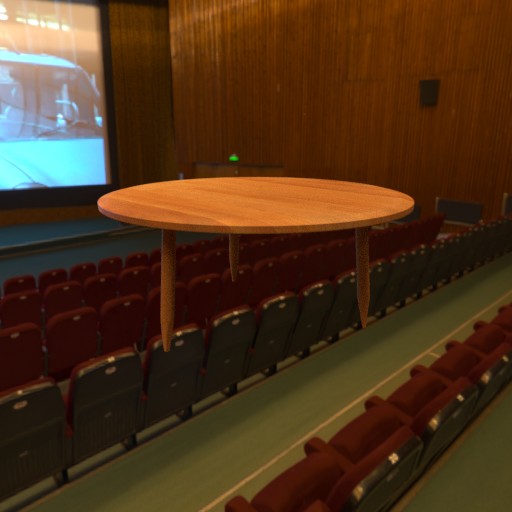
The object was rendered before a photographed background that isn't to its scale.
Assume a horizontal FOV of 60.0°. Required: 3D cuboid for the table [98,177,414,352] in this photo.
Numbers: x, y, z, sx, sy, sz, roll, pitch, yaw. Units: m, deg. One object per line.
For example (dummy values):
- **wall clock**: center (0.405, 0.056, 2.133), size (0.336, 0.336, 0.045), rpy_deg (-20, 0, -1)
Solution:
- **table**: center (0.000, 0.000, 1.385), size (0.900, 0.400, 0.900), rpy_deg (0, 16, 0)
